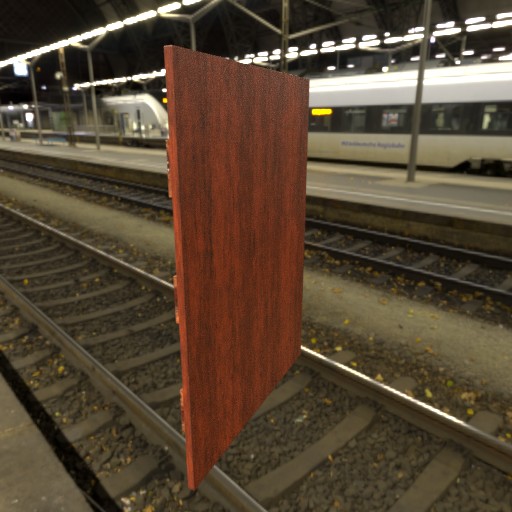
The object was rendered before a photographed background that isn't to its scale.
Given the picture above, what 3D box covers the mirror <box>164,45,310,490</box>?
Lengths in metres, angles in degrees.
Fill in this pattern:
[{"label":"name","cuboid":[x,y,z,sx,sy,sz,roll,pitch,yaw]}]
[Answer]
[{"label":"mirror","cuboid":[0.000,0.000,1.022,0.021,0.805,0.600,8,19,25]}]
